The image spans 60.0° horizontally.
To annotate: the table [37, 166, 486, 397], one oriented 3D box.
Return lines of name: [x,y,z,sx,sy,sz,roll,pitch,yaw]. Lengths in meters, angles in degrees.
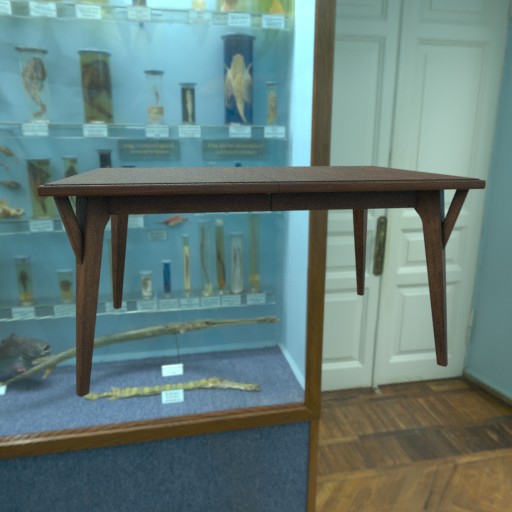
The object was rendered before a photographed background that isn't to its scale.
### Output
table: [0.000,0.000,2.049,1.524,0.761,0.990,-2,14,-9]
